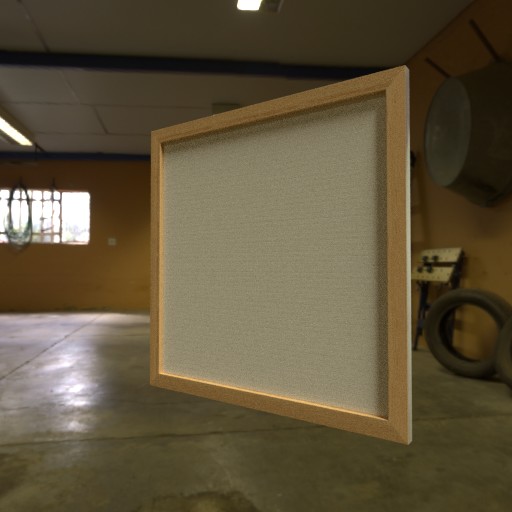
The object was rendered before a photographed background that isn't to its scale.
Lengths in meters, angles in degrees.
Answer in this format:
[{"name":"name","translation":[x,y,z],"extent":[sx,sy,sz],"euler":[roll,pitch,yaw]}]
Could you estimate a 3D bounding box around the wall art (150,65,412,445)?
[{"name":"wall art","translation":[0.000,0.000,1.121],"extent":[0.762,0.762,0.027],"euler":[-1,-2,36]}]
